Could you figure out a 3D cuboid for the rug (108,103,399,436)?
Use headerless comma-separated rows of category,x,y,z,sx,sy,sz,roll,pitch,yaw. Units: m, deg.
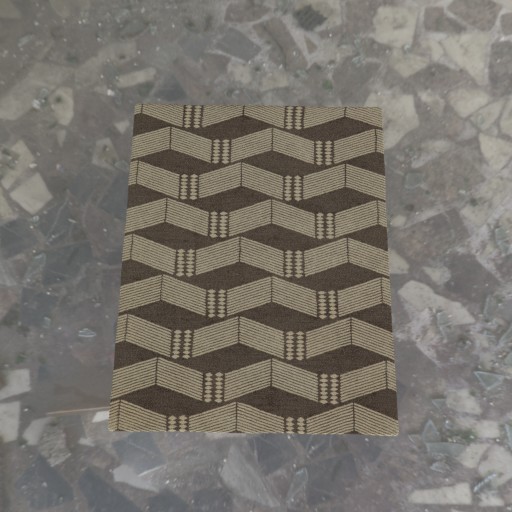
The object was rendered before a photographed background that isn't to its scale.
rug,0.000,0.000,4.044,2.438,0.016,3.048,1,77,0
